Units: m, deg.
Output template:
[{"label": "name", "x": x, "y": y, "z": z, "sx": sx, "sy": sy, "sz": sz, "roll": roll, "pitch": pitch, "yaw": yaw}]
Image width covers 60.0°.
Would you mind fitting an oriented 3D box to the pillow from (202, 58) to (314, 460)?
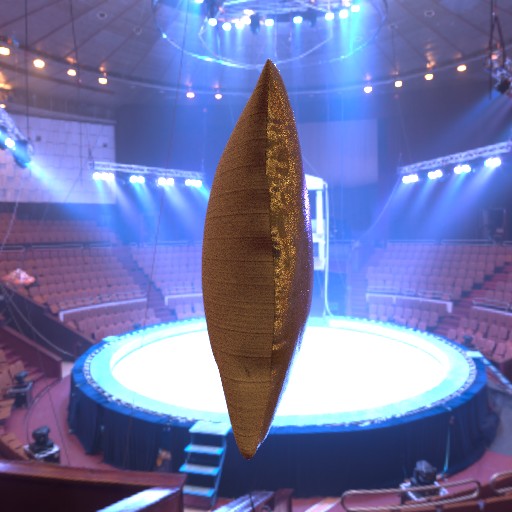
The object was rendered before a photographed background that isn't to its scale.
[{"label": "pillow", "x": 0.000, "y": 0.000, "z": 0.739, "sx": 0.175, "sy": 0.464, "sz": 0.470, "roll": 0, "pitch": 2, "yaw": -1}]
